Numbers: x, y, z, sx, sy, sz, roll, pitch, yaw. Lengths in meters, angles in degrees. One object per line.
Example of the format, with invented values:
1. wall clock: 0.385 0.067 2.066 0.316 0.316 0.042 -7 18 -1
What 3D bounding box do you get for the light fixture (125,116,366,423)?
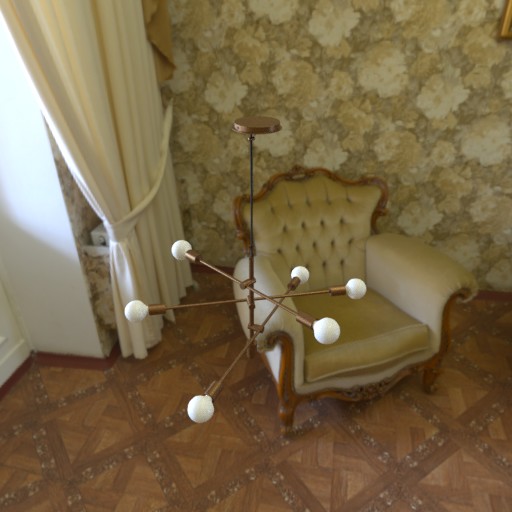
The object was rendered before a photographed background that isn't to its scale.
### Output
1. light fixture: 0.000 0.000 1.253 0.682 0.744 0.637 -20 36 -30
